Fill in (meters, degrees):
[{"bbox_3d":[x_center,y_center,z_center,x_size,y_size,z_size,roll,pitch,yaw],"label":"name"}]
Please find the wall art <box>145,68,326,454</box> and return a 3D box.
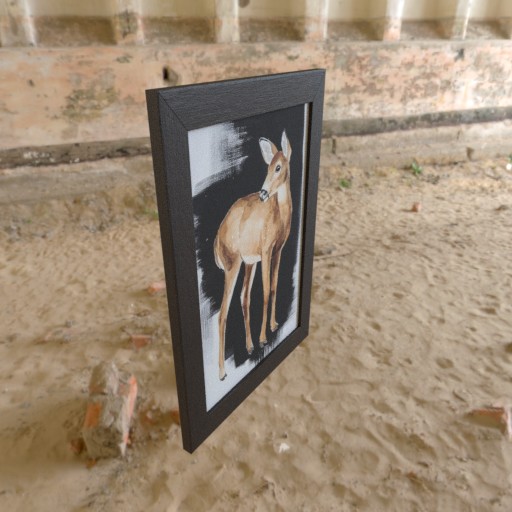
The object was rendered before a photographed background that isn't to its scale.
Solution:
[{"bbox_3d":[0.000,0.000,0.683,0.017,0.513,0.359,18,32,31],"label":"wall art"}]
